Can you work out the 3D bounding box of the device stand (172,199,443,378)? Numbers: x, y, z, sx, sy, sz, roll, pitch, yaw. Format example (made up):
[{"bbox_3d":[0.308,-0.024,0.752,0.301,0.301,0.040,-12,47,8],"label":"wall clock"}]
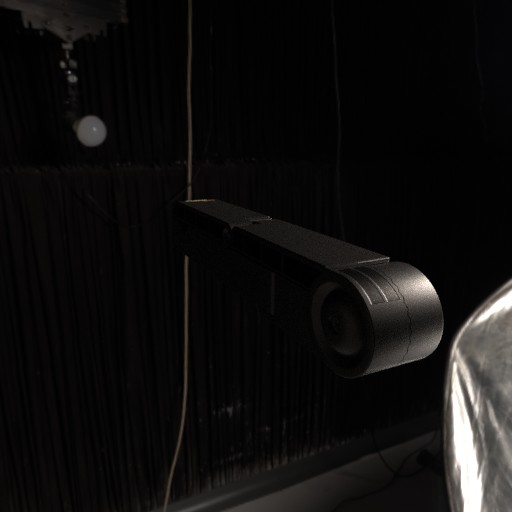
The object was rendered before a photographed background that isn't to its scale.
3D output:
[{"bbox_3d":[0.000,0.000,0.192,0.026,0.030,0.179,-7,17,-25],"label":"device stand"}]
